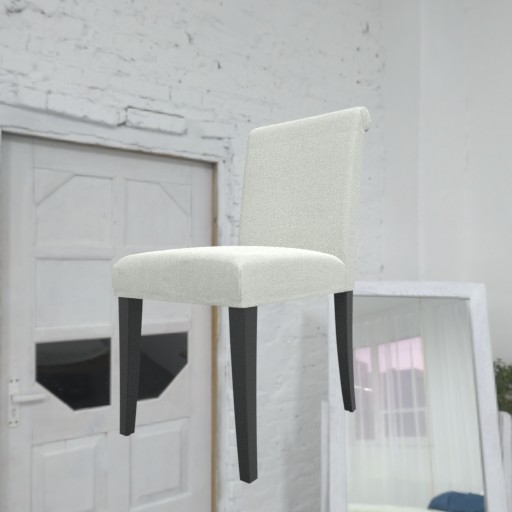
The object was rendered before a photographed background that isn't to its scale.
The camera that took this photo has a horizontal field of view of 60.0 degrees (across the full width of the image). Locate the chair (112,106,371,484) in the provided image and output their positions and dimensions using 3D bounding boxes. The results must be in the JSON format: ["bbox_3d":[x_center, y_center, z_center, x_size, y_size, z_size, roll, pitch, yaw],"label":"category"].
[{"bbox_3d":[0.000,0.000,1.338,0.452,0.976,0.708,0,0,36],"label":"chair"}]
